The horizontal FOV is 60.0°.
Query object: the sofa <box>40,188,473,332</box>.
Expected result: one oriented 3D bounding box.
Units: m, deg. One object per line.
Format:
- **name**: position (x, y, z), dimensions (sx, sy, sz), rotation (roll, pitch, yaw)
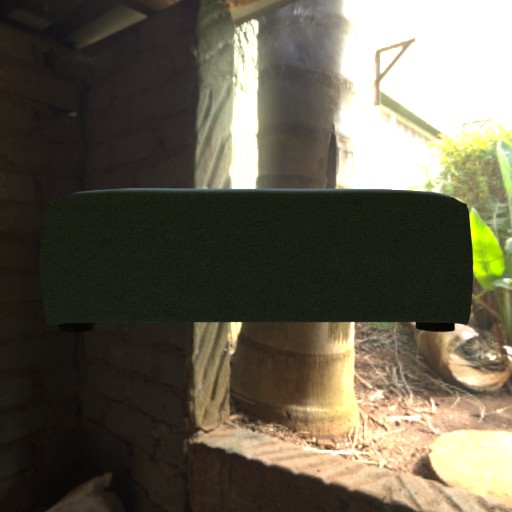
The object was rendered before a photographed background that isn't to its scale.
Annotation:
- **sofa**: position (0.000, 0.000, 1.415), dimensions (0.930, 0.330, 0.930), rotation (0, 0, 0)
